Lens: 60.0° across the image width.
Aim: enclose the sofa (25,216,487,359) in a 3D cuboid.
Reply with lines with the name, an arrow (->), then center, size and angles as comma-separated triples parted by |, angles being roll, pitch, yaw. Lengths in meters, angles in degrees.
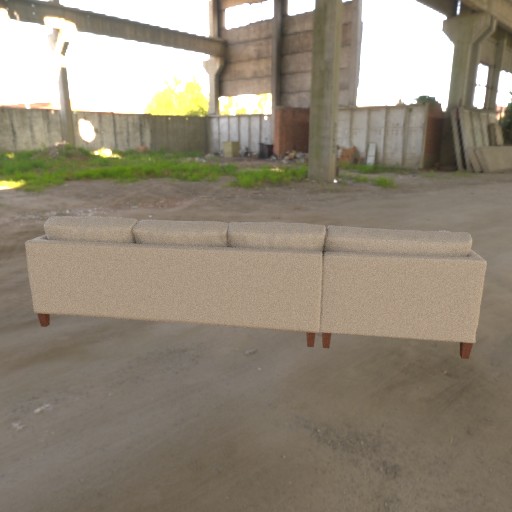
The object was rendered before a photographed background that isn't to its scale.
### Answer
sofa -> 0.000, 0.000, 3.818 | 3.186, 0.846, 1.625 | 3, 16, 9
